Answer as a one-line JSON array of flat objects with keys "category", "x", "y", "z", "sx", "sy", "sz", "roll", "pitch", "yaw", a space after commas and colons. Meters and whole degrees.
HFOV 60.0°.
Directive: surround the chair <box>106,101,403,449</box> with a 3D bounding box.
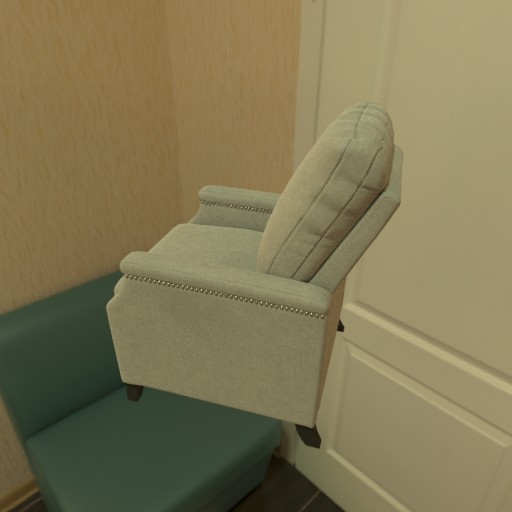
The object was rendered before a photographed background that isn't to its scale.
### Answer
[{"category": "chair", "x": 0.000, "y": 0.000, "z": 1.634, "sx": 0.922, "sy": 1.049, "sz": 0.710, "roll": 9, "pitch": 31, "yaw": 15}]
